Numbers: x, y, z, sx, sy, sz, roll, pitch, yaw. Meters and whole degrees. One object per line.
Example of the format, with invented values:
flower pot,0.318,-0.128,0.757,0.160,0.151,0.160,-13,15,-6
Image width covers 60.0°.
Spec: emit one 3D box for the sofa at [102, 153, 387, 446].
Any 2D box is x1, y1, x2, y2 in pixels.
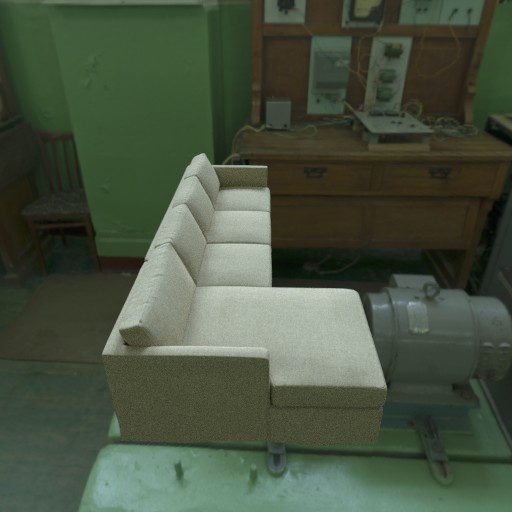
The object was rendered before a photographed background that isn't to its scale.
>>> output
sofa,0.000,0.000,3.897,1.650,0.922,3.205,1,30,1
